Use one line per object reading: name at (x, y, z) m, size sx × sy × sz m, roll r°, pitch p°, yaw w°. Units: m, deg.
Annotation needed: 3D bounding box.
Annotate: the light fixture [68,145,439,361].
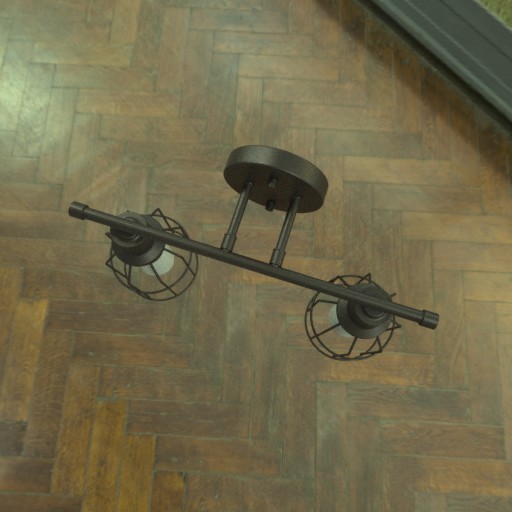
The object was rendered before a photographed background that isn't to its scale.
light fixture at (0.000, 0.000, 0.545) m, size 0.406 × 0.254 × 0.165 m, roll 17°, pitch 77°, yaw 4°
